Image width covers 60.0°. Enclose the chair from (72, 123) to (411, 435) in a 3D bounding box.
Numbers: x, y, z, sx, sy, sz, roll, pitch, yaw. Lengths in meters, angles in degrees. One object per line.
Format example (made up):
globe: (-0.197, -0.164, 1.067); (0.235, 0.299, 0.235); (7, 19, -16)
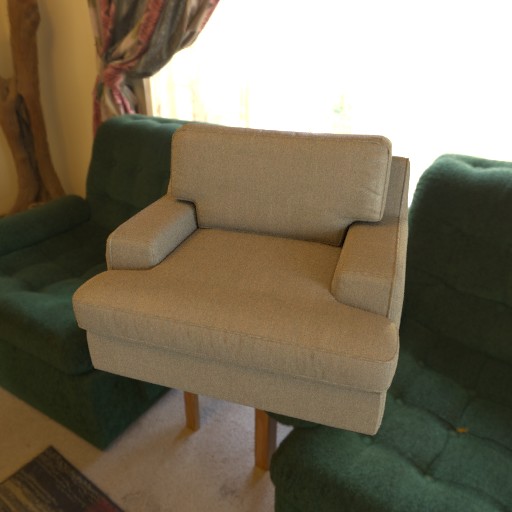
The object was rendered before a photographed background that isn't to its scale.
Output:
chair: (0.000, 0.000, 1.967); (1.270, 0.974, 1.043); (8, 29, 16)
